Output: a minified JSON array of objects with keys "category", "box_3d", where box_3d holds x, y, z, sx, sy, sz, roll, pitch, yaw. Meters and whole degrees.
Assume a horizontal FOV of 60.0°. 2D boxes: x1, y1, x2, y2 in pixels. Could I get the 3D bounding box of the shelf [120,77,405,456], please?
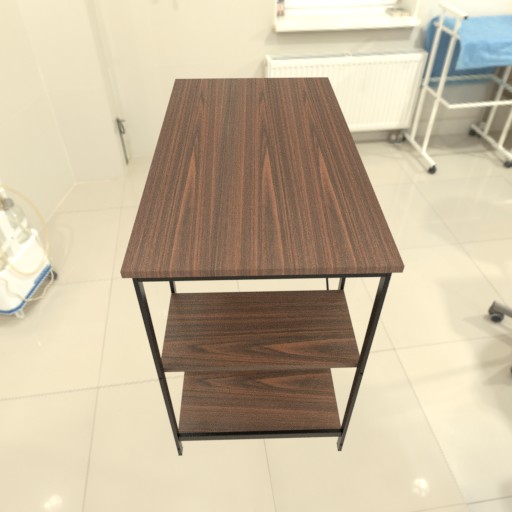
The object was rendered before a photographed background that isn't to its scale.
[{"category":"shelf","box_3d":[0.000,0.000,1.360,0.498,0.750,0.902,-1,42,-1]}]
